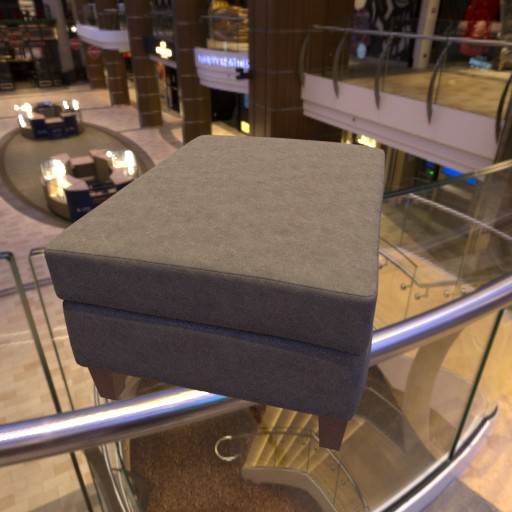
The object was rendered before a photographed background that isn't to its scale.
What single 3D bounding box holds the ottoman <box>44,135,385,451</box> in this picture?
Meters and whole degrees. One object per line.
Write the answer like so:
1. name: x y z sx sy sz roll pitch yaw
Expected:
1. ottoman: 0.000 0.000 1.211 0.639 0.464 0.839 8 31 13
